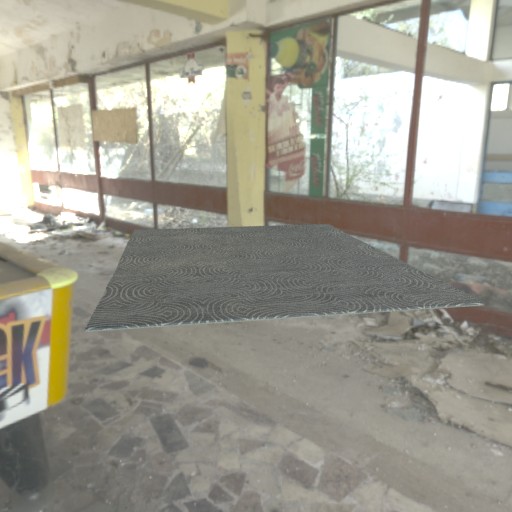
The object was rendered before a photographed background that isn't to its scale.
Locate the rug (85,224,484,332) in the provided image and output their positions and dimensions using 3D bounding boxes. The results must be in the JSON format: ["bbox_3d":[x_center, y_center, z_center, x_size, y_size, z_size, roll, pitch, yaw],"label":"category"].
[{"bbox_3d":[0.000,0.000,4.088,2.456,0.021,3.042,-2,14,-10],"label":"rug"}]
